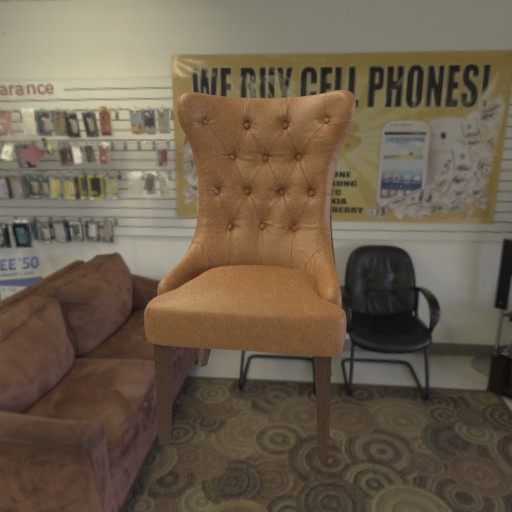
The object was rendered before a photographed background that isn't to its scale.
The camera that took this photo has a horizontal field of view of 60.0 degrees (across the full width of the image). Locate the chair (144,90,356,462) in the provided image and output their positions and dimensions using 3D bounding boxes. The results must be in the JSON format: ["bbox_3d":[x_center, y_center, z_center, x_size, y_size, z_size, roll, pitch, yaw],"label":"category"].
[{"bbox_3d":[0.000,0.000,1.459,0.611,1.065,0.669,2,15,8],"label":"chair"}]
